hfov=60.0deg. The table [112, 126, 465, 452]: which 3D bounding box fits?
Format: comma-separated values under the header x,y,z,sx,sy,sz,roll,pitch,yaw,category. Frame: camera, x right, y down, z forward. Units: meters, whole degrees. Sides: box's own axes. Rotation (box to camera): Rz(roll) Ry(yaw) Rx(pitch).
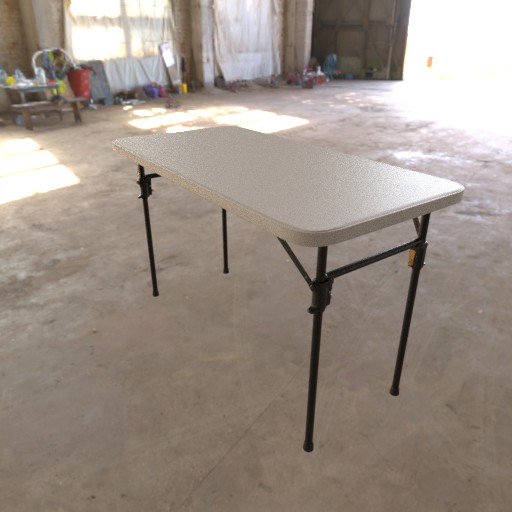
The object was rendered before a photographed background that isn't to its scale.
x,y,z,sx,sy,sz,roll,pitch,yaw,category
0.000,0.000,1.652,0.610,0.729,1.219,-17,31,-32,table
